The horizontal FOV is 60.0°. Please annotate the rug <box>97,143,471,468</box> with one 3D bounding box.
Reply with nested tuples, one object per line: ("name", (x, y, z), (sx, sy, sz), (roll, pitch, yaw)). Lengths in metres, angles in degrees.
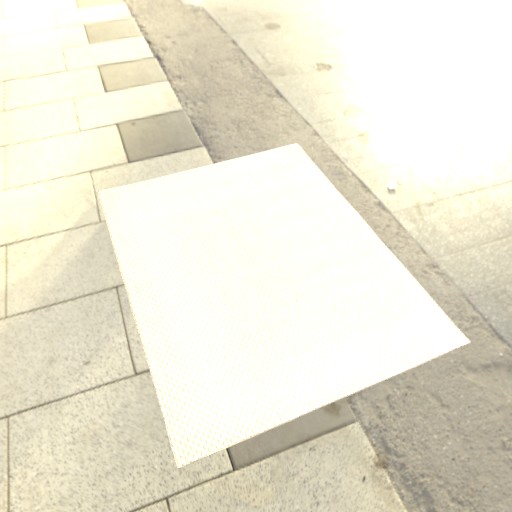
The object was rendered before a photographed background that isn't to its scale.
("rug", (0.000, 0.000, 3.916), (2.277, 0.035, 2.897), (-17, 50, -15))
